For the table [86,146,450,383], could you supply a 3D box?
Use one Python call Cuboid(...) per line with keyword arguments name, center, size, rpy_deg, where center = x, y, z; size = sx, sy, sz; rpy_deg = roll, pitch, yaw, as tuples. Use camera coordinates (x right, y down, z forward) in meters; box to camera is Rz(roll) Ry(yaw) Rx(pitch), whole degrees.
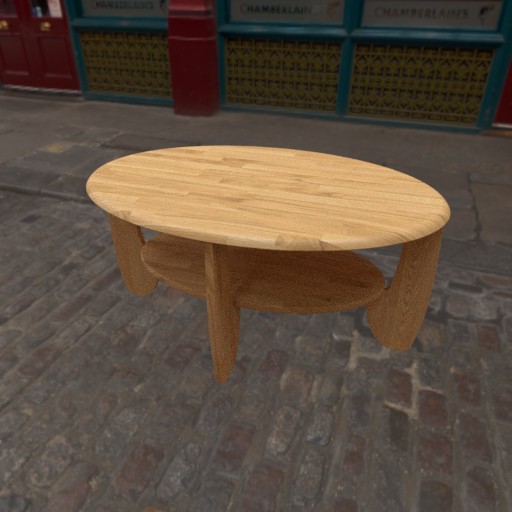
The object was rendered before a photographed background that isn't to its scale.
Cuboid(name="table", center=(0.000, 0.000, 1.381), size=(1.040, 0.490, 0.690), rpy_deg=(10, 32, 16))
